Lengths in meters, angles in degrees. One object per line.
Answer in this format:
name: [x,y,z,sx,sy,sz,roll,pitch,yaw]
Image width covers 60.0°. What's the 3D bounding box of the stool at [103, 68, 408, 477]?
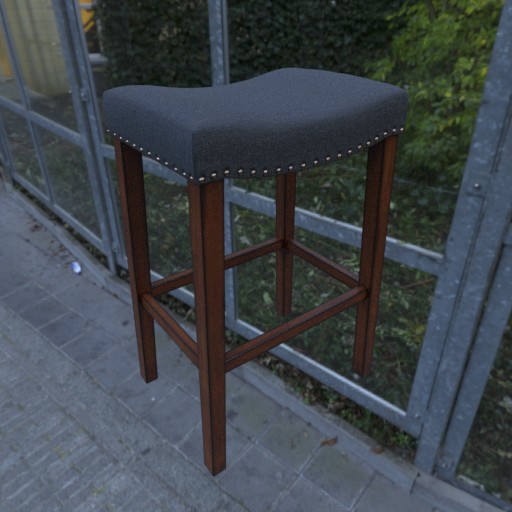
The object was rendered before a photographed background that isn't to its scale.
stool: [0.000,0.000,1.010,0.502,0.748,0.366,-21,36,-31]
